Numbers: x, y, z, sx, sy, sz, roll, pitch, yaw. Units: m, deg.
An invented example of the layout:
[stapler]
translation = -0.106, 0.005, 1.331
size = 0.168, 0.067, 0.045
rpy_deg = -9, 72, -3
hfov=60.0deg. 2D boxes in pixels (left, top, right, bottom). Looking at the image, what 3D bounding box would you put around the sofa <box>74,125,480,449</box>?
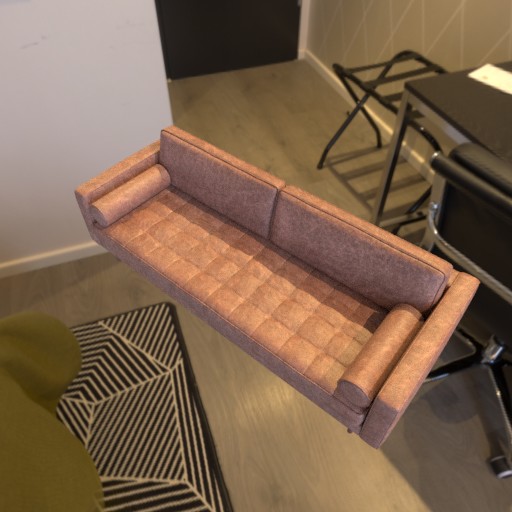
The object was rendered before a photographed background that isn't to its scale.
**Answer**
[sofa]
translation = 0.000, 0.000, 2.597
size = 2.210, 0.762, 0.914
rpy_deg = 31, 55, 25
